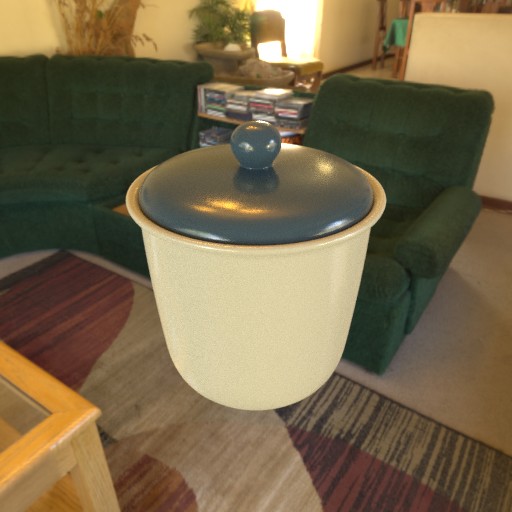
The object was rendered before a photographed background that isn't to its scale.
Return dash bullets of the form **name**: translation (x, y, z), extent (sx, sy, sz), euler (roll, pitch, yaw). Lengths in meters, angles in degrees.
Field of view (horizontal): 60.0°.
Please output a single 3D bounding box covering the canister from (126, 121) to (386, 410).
- **canister**: translation (0.000, 0.000, 0.349), extent (0.182, 0.208, 0.182), euler (0, 31, 0)
